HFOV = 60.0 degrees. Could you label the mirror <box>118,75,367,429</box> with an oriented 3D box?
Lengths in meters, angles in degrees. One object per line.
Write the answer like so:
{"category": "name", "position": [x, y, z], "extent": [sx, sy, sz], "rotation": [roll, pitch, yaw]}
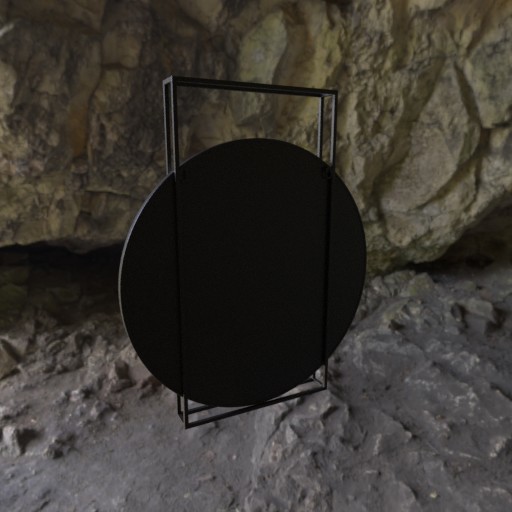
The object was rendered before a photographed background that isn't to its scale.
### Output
{"category": "mirror", "position": [0.000, 0.000, 0.831], "extent": [0.508, 0.603, 0.051], "rotation": [-6, 14, -27]}
